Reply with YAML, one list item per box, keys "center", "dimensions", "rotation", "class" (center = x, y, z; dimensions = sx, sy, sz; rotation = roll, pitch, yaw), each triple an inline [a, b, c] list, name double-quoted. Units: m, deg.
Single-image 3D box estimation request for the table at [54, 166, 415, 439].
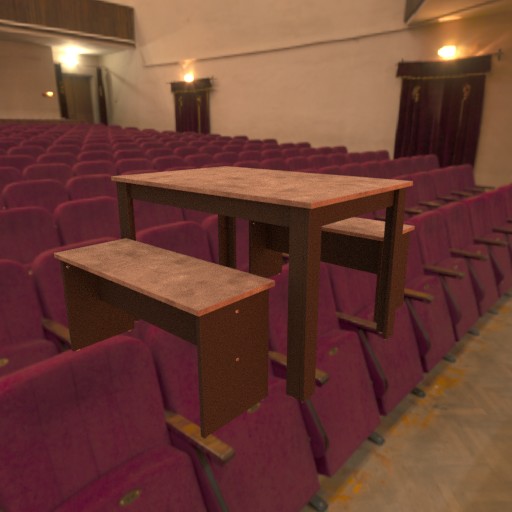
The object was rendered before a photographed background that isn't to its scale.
- center: [0.000, 0.000, 2.023]
  dimensions: [1.100, 0.700, 1.443]
  rotation: [14, 21, 40]
  class: "table"
